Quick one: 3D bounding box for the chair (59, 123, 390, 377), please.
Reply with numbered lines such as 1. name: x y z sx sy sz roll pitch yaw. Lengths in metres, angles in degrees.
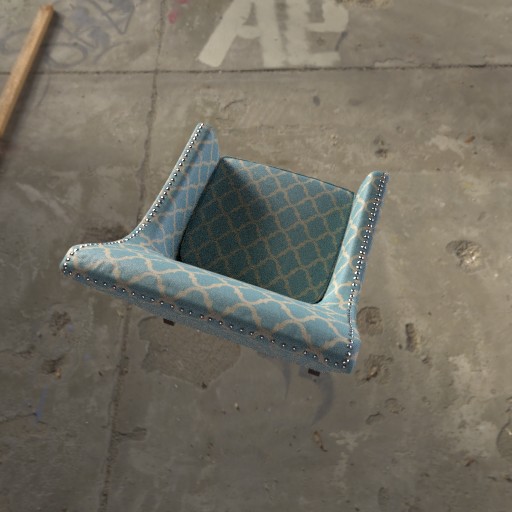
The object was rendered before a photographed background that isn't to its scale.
1. chair: 0.000 0.000 1.327 0.617 0.817 0.686 17 65 8
